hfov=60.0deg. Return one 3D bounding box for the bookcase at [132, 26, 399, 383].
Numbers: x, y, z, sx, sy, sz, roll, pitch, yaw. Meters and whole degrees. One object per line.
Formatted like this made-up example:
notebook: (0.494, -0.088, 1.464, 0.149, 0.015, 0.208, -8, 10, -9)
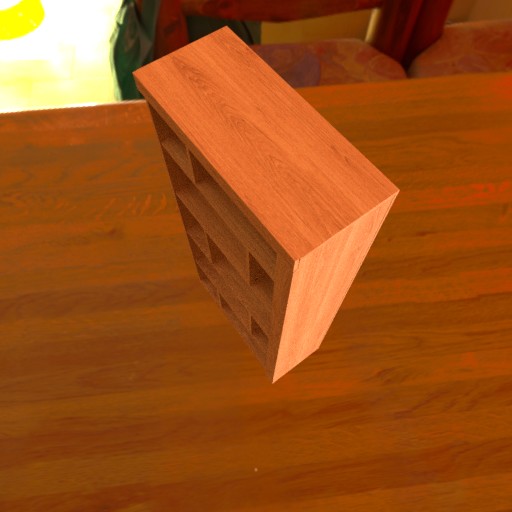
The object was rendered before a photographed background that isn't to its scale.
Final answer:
bookcase: (0.000, 0.000, 2.412, 0.420, 2.020, 0.950, -34, 69, -15)
